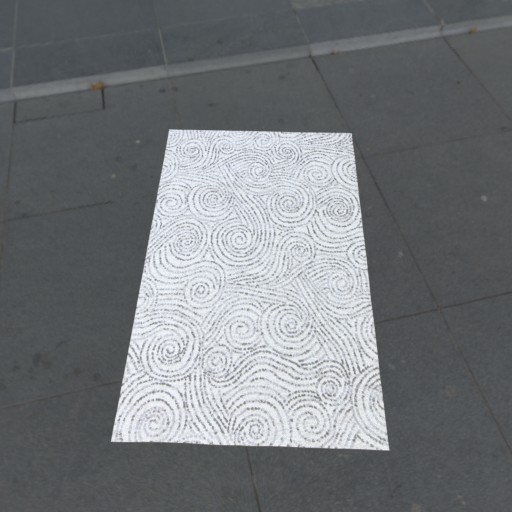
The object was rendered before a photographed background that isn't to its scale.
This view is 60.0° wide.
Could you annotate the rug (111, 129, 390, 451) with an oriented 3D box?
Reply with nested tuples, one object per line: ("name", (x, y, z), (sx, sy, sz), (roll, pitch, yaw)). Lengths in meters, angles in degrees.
("rug", (0.000, 0.000, 3.054), (1.524, 0.005, 2.439), (1, 58, 1))
